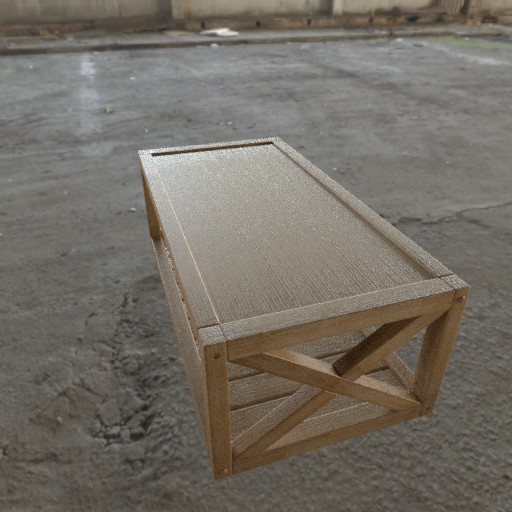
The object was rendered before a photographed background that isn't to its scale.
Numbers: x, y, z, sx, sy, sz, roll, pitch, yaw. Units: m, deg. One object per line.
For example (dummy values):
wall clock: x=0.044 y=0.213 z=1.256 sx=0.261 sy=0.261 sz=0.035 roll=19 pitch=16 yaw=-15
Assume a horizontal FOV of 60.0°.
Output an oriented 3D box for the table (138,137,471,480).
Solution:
table: x=0.000 y=0.000 z=1.627 sx=0.660 sy=0.457 sz=1.321 roll=-10 pitch=33 yaw=-16
